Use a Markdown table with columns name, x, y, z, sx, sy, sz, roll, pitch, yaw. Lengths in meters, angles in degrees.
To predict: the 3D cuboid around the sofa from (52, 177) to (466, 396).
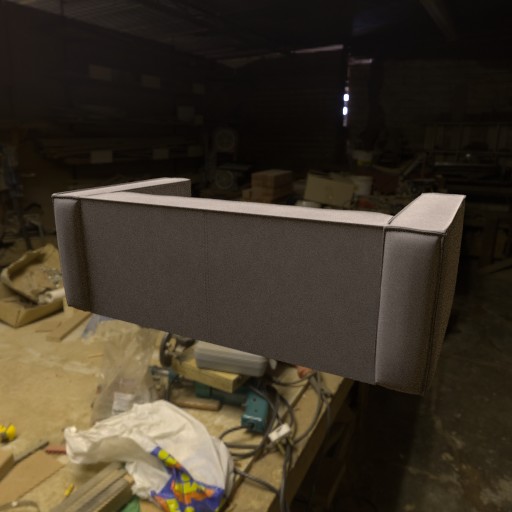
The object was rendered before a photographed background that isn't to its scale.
| name | x | y | z | sx | sy | sz | roll | pitch | yaw |
| --- | --- | --- | --- | --- | --- | --- | --- | --- | --- |
| sofa | 0.000 | 0.000 | 2.419 | 1.995 | 0.680 | 1.038 | 8 | 18 | 26 |
